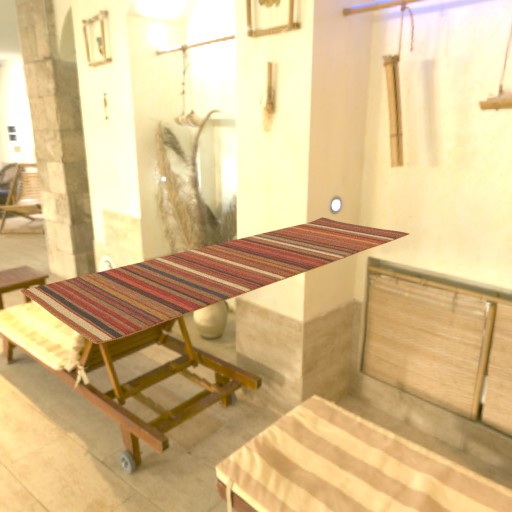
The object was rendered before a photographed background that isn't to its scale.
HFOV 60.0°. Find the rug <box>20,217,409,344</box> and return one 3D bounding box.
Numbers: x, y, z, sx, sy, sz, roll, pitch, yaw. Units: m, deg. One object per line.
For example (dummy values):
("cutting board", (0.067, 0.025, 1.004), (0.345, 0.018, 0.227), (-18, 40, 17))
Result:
("rug", (0.000, 0.000, 2.700), (0.799, 0.030, 2.444), (15, 22, 42))
